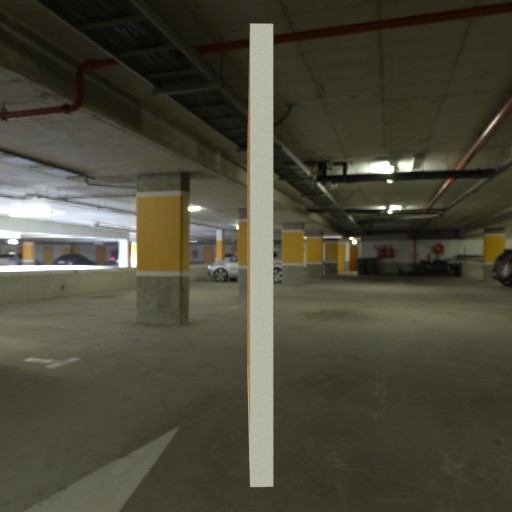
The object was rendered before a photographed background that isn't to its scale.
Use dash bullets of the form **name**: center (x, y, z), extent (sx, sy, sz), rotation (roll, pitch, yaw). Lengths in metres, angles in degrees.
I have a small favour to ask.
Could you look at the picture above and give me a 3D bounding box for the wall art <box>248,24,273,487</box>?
- **wall art**: center (0.000, 0.000, 1.110), extent (0.038, 0.762, 0.762), rotation (0, 0, -1)
